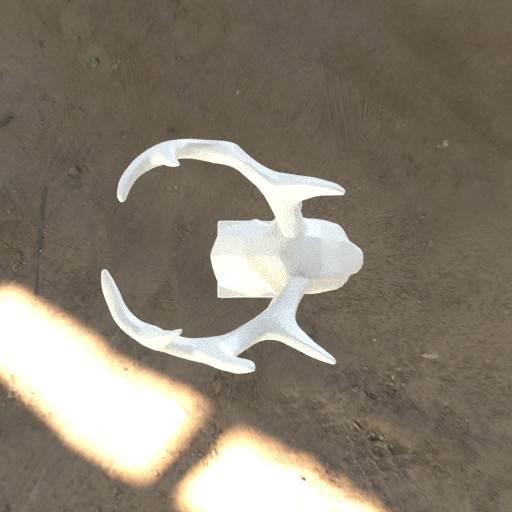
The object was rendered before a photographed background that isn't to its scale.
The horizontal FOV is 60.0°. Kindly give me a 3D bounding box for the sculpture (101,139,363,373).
[{"bbox_3d":[0.000,0.000,0.459,0.224,0.329,0.174,0,89,-1],"label":"sculpture"}]
